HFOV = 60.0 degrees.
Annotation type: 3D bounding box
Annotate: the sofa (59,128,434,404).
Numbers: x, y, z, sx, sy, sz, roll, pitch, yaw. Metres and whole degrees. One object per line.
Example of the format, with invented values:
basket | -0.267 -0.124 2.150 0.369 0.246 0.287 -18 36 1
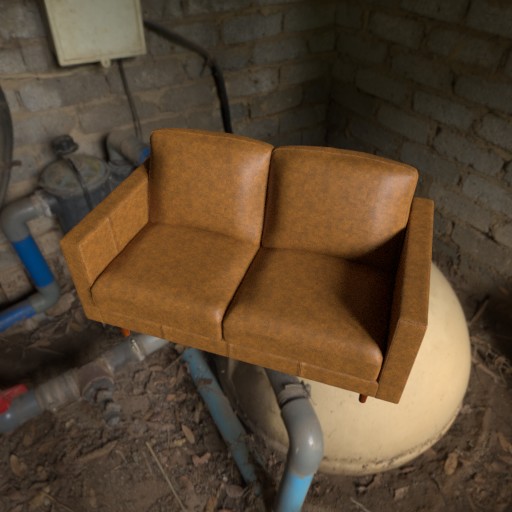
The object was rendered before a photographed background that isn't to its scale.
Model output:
sofa | 0.000 0.000 2.210 1.578 0.951 0.909 12 42 14
